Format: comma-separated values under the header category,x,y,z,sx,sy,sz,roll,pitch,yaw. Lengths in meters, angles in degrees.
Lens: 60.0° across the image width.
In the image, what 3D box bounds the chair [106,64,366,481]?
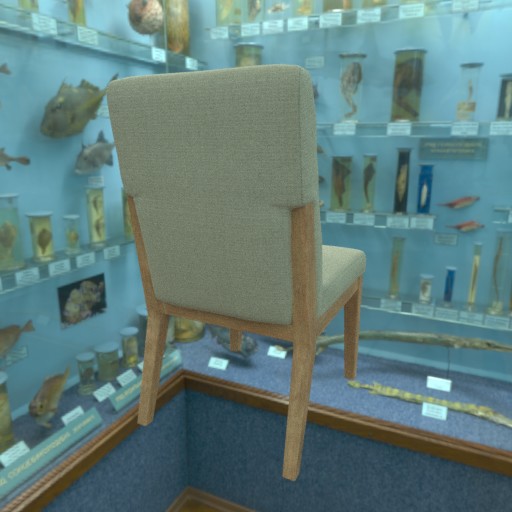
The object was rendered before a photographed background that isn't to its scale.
category,x,y,z,sx,sy,sz,roll,pitch,yaw
chair,0.000,0.000,1.254,0.507,0.911,0.586,7,16,27
